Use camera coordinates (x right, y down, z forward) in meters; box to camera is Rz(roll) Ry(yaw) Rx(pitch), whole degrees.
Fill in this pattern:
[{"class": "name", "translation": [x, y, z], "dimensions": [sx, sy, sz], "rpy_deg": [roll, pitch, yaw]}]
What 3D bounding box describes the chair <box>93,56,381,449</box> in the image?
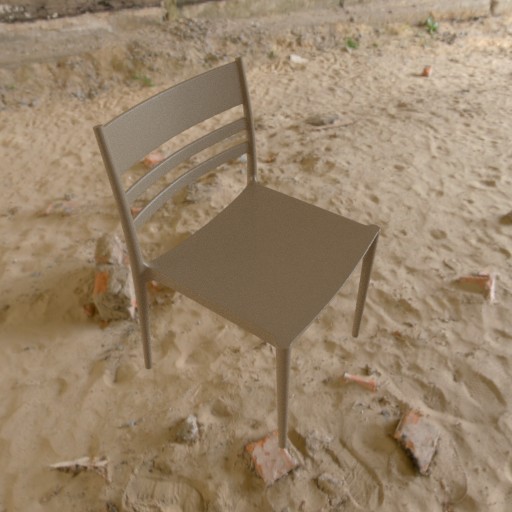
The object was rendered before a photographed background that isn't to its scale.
[{"class": "chair", "translation": [0.000, 0.000, 1.162], "dimensions": [0.511, 0.800, 0.531], "rpy_deg": [26, 49, 25]}]
